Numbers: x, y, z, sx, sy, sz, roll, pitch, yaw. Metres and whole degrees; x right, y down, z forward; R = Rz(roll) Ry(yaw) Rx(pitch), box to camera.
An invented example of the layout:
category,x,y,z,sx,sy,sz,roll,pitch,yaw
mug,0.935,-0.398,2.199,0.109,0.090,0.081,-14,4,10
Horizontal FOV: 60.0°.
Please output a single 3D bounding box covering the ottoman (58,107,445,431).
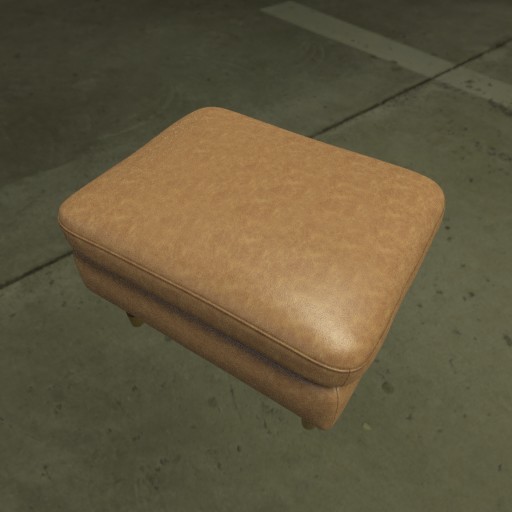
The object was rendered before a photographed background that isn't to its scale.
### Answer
category,x,y,z,sx,sy,sz,roll,pitch,yaw
ottoman,0.000,0.000,1.122,0.747,0.478,0.593,25,51,21
